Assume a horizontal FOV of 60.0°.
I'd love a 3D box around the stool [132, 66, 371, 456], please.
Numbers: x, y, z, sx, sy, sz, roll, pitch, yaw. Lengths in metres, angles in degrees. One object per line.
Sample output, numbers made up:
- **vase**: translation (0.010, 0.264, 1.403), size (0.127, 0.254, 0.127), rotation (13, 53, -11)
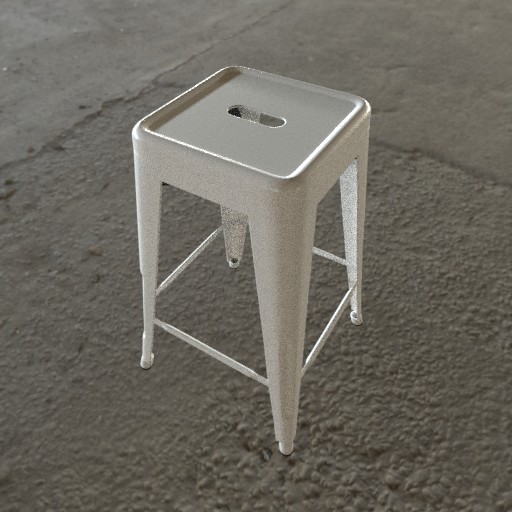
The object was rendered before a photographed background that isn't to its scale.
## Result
- **stool**: translation (0.000, 0.000, 0.878), size (0.406, 0.610, 0.406), rotation (24, 50, 21)
